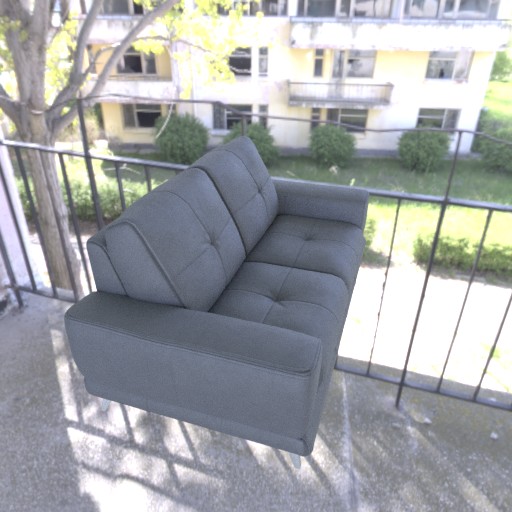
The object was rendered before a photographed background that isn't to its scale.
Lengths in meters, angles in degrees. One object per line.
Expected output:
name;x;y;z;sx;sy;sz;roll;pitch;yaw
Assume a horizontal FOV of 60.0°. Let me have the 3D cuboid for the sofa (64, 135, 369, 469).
sofa;0.000;0.000;2.338;1.018;0.907;1.806;9;31;16
